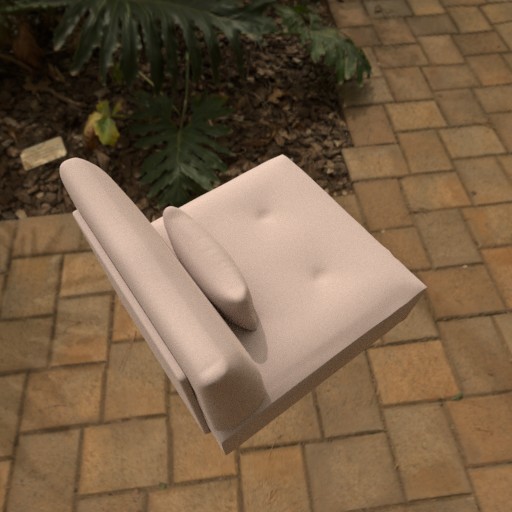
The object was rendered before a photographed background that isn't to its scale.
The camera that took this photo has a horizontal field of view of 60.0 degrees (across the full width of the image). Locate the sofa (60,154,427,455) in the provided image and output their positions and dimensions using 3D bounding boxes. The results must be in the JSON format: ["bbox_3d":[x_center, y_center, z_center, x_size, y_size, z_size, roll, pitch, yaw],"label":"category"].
[{"bbox_3d":[0.000,0.000,1.703,1.000,0.828,0.935,-31,62,-19],"label":"sofa"}]
